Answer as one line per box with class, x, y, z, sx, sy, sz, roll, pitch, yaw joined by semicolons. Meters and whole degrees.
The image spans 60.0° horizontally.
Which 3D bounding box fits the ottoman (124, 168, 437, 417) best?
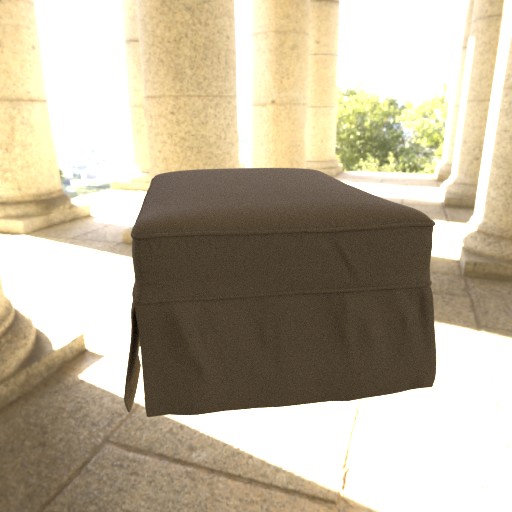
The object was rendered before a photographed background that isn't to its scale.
ottoman;0.000;0.000;1.356;0.721;0.482;0.959;-3;18;-9
